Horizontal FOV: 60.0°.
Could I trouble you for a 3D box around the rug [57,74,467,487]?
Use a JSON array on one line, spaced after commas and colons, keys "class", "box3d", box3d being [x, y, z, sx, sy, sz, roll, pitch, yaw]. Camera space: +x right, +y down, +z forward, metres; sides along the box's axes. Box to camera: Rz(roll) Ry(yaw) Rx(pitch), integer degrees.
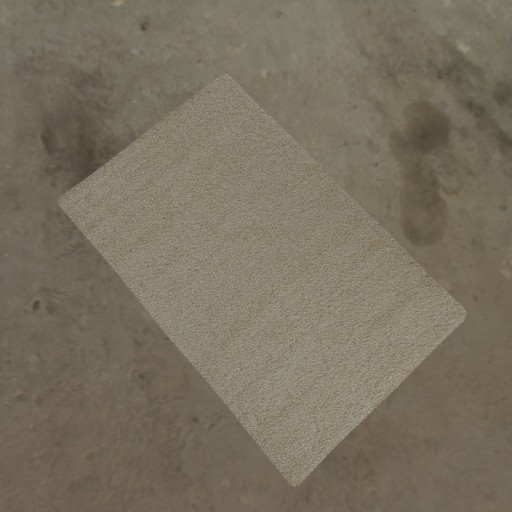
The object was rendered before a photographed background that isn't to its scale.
[{"class": "rug", "box3d": [0.000, 0.000, 2.875, 1.500, 0.026, 2.349, -41, 79, -10]}]
